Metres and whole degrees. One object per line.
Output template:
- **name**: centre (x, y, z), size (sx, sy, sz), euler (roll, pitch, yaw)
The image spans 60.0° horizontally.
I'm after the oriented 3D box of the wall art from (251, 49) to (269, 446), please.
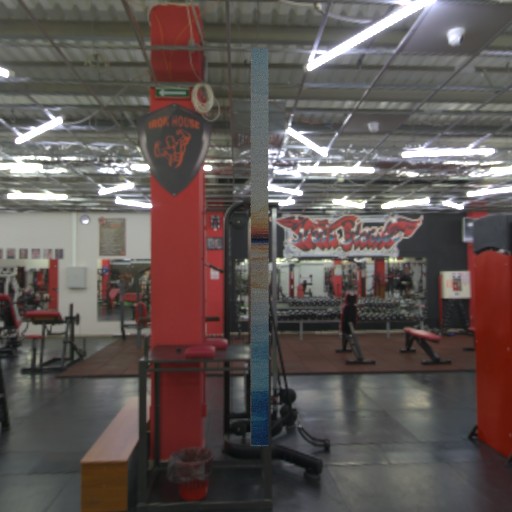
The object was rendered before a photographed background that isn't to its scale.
- **wall art**: centre (0.000, 0.000, 1.409), size (0.034, 0.756, 1.137), euler (0, -2, -1)
